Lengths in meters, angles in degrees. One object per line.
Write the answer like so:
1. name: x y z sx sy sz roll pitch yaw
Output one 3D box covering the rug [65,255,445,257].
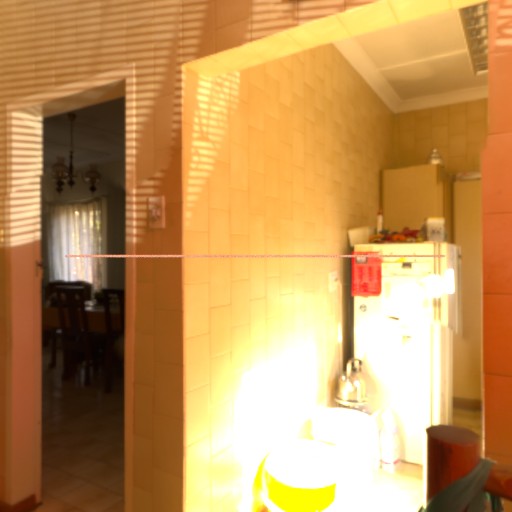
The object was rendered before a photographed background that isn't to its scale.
1. rug: 0.000 0.000 2.332 1.220 0.007 1.828 0 0 0
